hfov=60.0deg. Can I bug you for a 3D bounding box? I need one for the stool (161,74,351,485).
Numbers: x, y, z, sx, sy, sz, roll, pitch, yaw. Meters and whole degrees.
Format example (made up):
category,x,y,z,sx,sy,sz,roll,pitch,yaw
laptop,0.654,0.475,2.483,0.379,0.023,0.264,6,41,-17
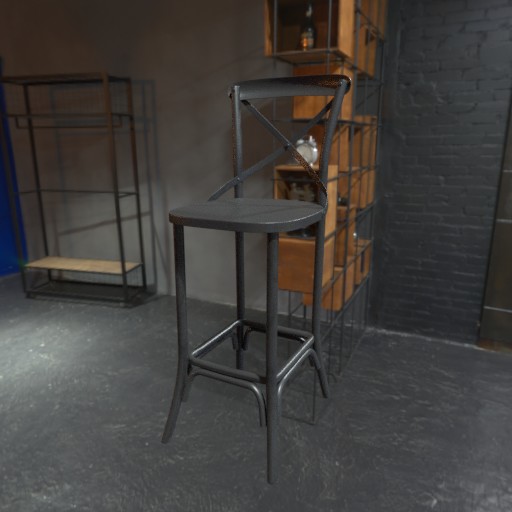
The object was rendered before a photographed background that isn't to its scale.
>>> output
category,x,y,z,sx,sy,sz,roll,pitch,yaw
stool,0.000,0.000,1.459,0.457,1.168,0.584,7,17,26
